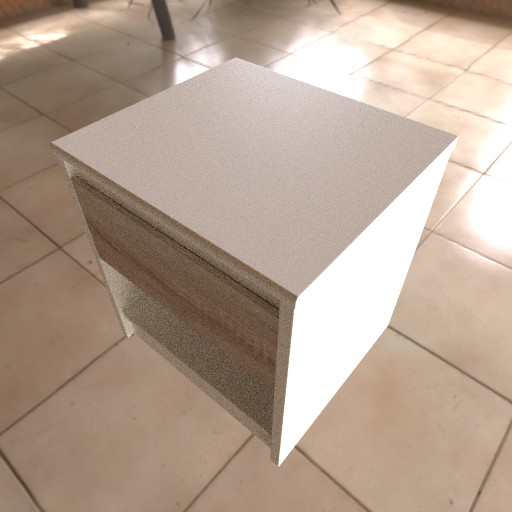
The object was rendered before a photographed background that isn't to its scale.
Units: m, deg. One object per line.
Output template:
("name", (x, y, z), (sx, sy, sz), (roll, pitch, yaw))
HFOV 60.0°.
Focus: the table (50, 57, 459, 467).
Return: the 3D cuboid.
("table", (0.000, 0.000, 0.776), (0.420, 0.460, 0.380), (31, 53, 27))
